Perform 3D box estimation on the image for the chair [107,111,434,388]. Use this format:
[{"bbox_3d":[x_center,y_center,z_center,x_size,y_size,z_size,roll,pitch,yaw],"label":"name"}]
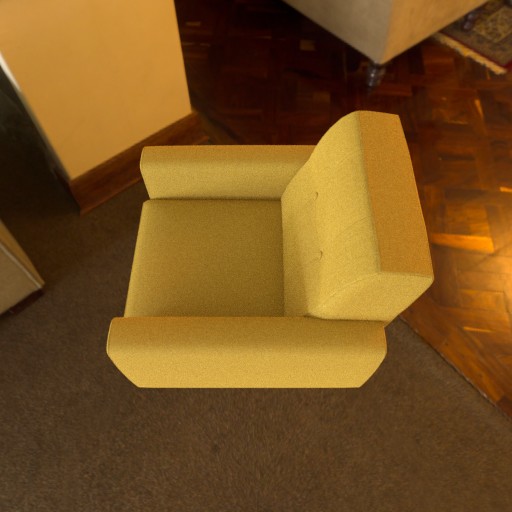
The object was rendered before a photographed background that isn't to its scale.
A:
[{"bbox_3d":[0.000,0.000,1.587,0.909,0.841,0.831,0,60,0],"label":"chair"}]
